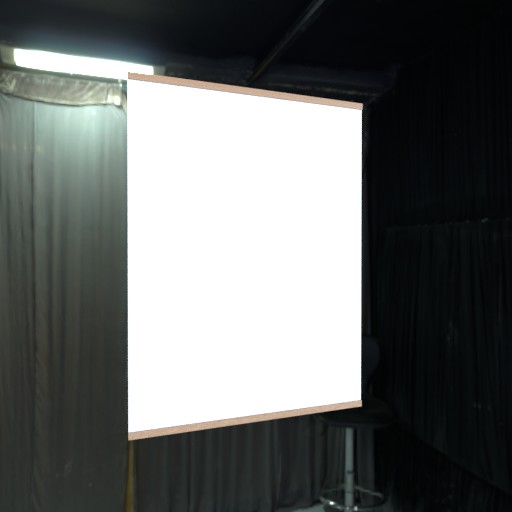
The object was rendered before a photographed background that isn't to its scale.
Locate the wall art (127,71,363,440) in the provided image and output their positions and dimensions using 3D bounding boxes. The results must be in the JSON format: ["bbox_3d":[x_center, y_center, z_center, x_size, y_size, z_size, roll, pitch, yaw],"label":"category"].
[{"bbox_3d":[0.000,0.000,1.361,0.758,1.016,0.013,0,1,-21],"label":"wall art"}]
